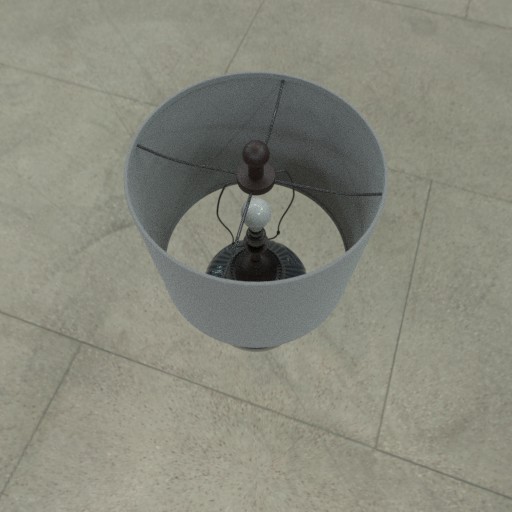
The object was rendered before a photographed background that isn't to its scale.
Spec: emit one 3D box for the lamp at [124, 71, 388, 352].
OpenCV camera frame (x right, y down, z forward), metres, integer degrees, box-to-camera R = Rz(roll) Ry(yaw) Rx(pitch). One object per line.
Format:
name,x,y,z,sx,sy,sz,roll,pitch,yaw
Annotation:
lamp,0.000,0.000,0.758,0.318,0.567,0.318,0,64,0
